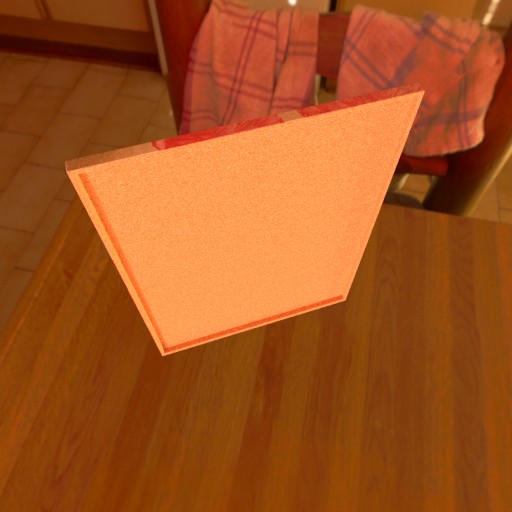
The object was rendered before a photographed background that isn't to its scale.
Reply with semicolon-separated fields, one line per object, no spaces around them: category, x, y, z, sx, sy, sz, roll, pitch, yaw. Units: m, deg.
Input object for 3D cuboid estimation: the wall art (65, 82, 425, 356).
wall art;0.000;0.000;1.334;0.762;1.015;0.031;-15;59;-10
